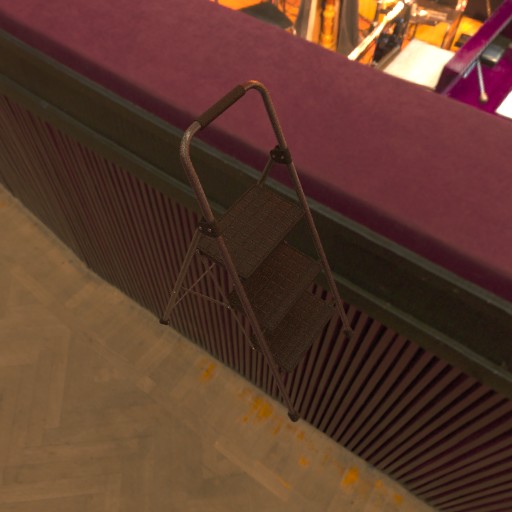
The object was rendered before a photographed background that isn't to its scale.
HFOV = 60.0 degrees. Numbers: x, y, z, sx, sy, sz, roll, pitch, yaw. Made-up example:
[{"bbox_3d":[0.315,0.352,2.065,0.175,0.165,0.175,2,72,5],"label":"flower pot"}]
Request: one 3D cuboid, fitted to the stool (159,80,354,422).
[{"bbox_3d":[0.000,0.000,1.482,0.733,1.121,0.473,32,62,19],"label":"stool"}]
